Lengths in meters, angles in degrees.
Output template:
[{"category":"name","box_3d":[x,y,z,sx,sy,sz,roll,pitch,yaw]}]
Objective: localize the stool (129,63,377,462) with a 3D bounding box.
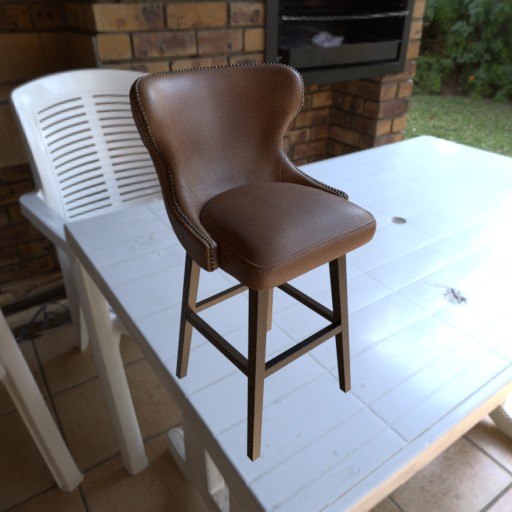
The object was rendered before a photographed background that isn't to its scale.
[{"category":"stool","box_3d":[0.000,0.000,1.440,0.591,1.087,0.606,-22,37,-33]}]
